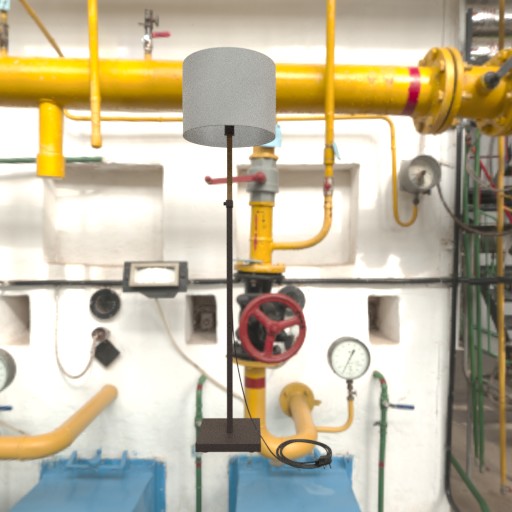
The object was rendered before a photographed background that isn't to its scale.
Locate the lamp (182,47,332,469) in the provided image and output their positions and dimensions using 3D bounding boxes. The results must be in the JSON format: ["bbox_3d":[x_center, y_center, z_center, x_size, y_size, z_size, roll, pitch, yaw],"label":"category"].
[{"bbox_3d":[0.000,0.000,1.927,0.639,1.650,0.474,0,1,0],"label":"lamp"}]
